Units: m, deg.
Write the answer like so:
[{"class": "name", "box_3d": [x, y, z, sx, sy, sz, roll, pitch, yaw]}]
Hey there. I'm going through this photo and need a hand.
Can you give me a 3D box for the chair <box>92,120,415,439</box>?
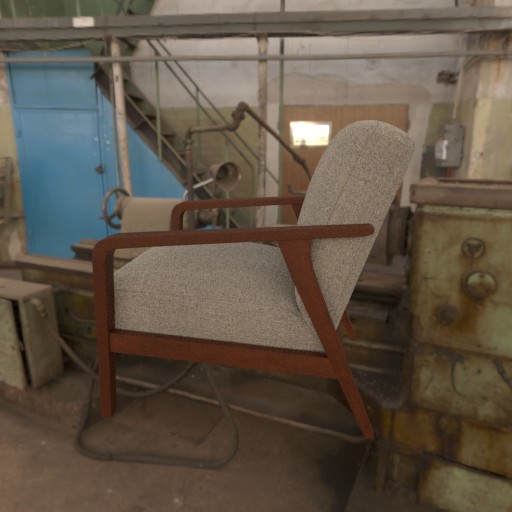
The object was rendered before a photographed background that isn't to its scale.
[{"class": "chair", "box_3d": [0.000, 0.000, 1.469, 0.858, 0.847, 0.704, 2, 15, 7]}]
